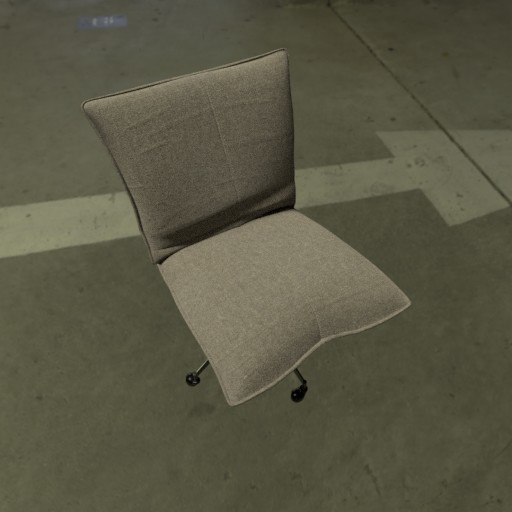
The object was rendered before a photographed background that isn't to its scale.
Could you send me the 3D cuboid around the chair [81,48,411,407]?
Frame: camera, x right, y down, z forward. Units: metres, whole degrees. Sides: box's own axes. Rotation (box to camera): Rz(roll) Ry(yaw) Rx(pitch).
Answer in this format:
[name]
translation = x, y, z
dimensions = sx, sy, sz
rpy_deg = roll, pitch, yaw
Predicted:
[chair]
translation = 0.000, 0.000, 1.261
dimensions = 0.597, 0.811, 0.696
rpy_deg = -23, 51, -20
